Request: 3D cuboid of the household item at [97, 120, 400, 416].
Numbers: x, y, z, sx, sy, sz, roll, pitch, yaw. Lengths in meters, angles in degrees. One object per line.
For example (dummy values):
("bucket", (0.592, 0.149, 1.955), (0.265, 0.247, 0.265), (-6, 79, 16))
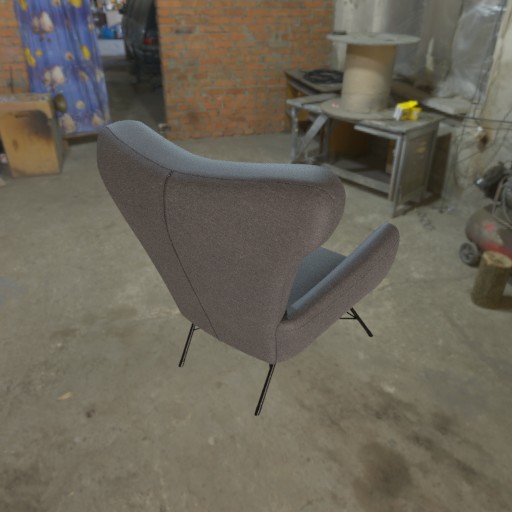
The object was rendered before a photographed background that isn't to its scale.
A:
("household item", (0.000, 0.000, 1.791), (0.980, 1.050, 0.900), (22, 37, 32))
